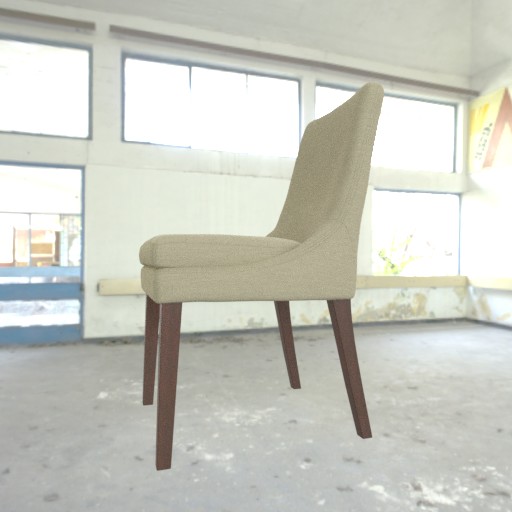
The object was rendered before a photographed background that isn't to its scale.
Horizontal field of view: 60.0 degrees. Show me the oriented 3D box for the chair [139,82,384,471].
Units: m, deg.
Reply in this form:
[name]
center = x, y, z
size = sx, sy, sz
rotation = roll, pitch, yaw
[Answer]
[chair]
center = 0.000, 0.000, 1.289
size = 0.638, 0.940, 0.515
rotation = 0, 0, -18
